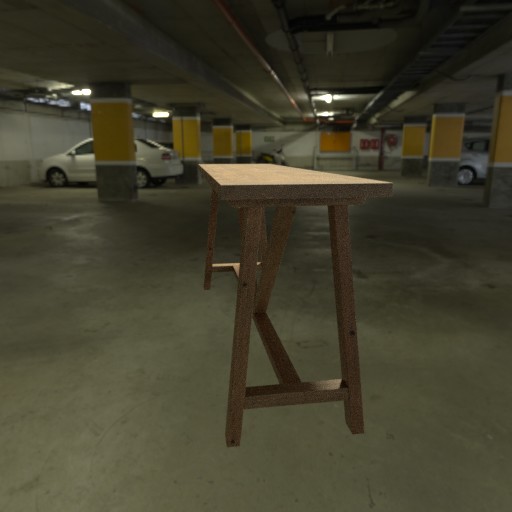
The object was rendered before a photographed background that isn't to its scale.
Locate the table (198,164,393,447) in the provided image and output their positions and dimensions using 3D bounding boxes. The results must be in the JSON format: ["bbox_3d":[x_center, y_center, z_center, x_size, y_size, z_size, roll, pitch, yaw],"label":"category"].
[{"bbox_3d":[0.000,0.000,2.118,0.465,0.810,1.800,-2,14,-9],"label":"table"}]
